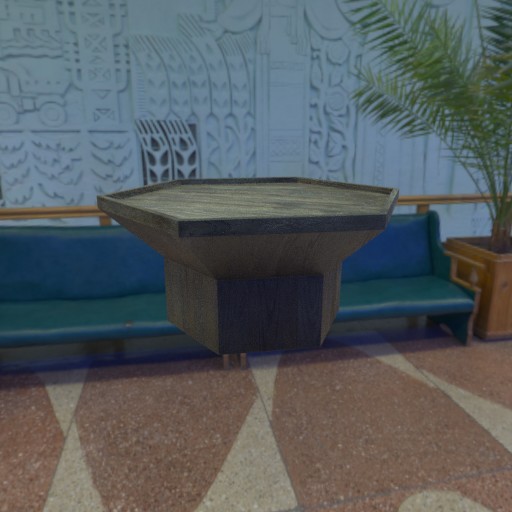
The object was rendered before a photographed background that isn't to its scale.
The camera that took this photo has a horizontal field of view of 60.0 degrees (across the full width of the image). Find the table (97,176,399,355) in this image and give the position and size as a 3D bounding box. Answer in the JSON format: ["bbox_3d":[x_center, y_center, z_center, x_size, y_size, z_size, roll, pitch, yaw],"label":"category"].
[{"bbox_3d":[0.000,0.000,1.684,1.115,0.488,0.966,-3,16,-9],"label":"table"}]
